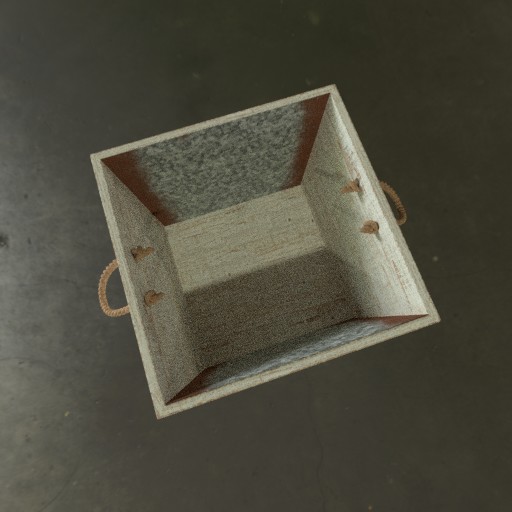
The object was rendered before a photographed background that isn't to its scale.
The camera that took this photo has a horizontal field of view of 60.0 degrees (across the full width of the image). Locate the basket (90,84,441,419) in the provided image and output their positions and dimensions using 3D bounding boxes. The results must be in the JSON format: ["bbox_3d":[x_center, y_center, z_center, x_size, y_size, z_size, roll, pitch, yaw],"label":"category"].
[{"bbox_3d":[0.000,0.000,0.778,0.545,0.247,0.413,-18,75,-5],"label":"basket"}]
